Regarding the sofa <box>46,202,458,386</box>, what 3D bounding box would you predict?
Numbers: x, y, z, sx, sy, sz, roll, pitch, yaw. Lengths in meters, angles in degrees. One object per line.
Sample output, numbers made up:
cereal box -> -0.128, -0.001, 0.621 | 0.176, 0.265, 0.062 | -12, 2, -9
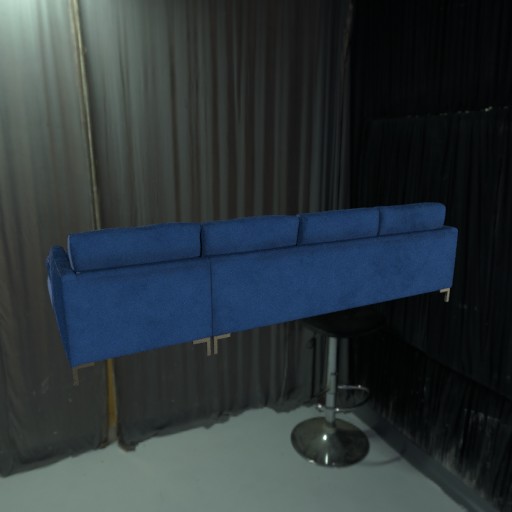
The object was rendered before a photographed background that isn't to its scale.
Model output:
sofa -> 0.000, 0.000, 3.441 | 2.932, 0.810, 1.350 | -7, 16, -26
